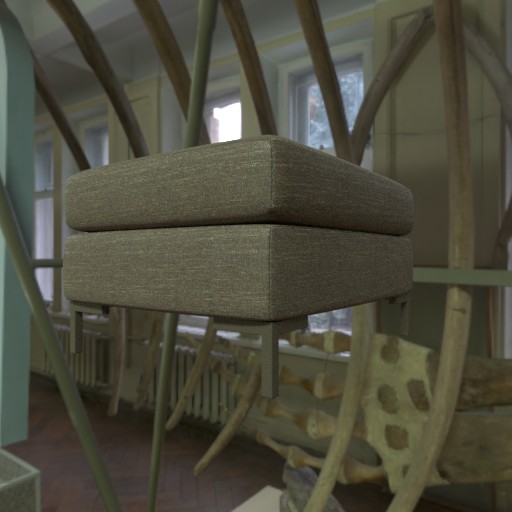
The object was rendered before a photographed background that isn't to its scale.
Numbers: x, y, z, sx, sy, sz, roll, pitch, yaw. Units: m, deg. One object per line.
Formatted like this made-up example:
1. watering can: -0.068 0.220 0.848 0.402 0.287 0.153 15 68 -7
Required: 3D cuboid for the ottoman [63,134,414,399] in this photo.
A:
1. ottoman: 0.000 0.000 1.252 0.671 0.490 0.820 0 0 36
